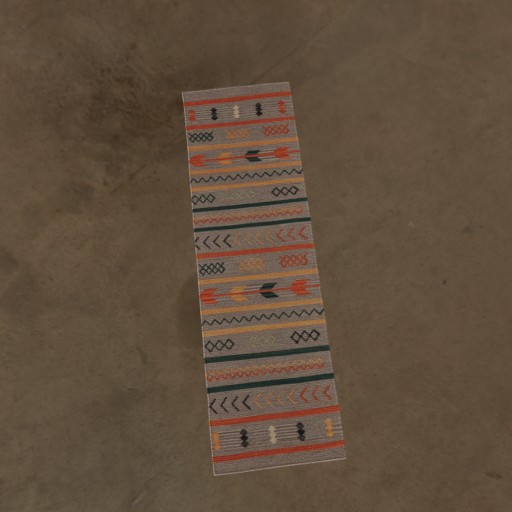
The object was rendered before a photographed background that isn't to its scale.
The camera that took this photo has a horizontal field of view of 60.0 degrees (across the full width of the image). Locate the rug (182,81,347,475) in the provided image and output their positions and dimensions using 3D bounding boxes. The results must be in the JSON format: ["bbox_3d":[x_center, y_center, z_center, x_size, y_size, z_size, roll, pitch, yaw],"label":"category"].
[{"bbox_3d":[0.000,0.000,2.739,0.744,0.022,2.419,-6,76,-2],"label":"rug"}]
